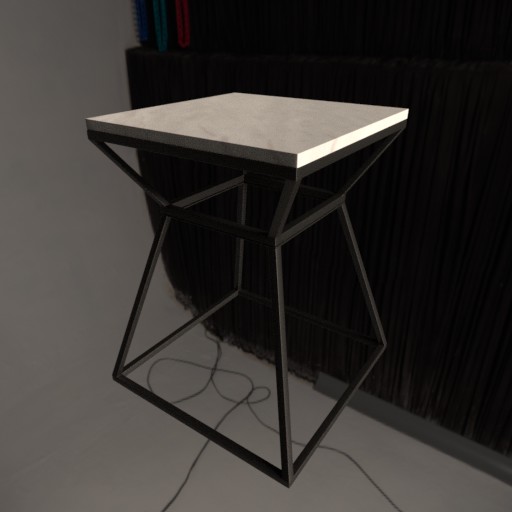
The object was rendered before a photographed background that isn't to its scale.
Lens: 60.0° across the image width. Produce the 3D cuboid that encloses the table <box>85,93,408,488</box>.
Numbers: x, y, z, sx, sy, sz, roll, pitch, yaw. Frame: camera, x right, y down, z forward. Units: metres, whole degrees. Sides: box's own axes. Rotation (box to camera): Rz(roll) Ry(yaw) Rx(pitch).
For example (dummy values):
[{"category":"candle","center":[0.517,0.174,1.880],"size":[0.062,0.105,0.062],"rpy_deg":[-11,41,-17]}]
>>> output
[{"category":"table","center":[0.000,0.000,0.900],"size":[0.455,0.559,0.455],"rpy_deg":[18,32,31]}]
